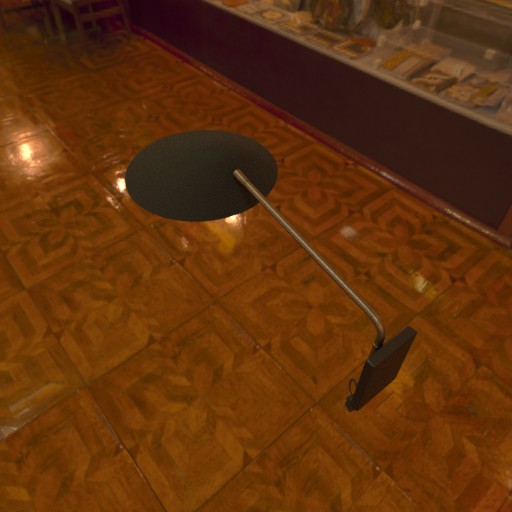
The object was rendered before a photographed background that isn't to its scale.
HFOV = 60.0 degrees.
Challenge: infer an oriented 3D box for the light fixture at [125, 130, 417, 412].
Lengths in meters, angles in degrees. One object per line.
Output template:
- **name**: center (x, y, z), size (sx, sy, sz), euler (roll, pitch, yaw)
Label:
- **light fixture**: center (0.000, 0.000, 0.686), size (0.240, 0.312, 0.516), euler (-30, 54, -25)
